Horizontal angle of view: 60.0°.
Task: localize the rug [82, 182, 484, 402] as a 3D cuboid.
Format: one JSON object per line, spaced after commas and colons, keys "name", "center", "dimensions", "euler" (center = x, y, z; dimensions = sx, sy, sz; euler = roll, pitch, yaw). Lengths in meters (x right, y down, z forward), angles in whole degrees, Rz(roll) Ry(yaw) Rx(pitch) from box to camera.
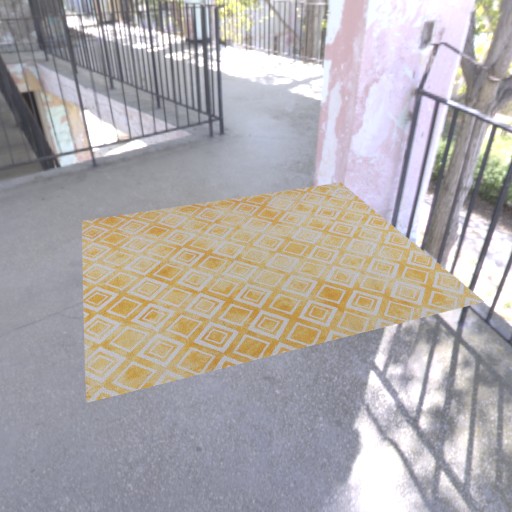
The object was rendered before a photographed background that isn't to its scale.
{"name": "rug", "center": [0.000, 0.000, 4.095], "dimensions": [3.037, 0.011, 2.433], "euler": [-11, 35, -16]}
